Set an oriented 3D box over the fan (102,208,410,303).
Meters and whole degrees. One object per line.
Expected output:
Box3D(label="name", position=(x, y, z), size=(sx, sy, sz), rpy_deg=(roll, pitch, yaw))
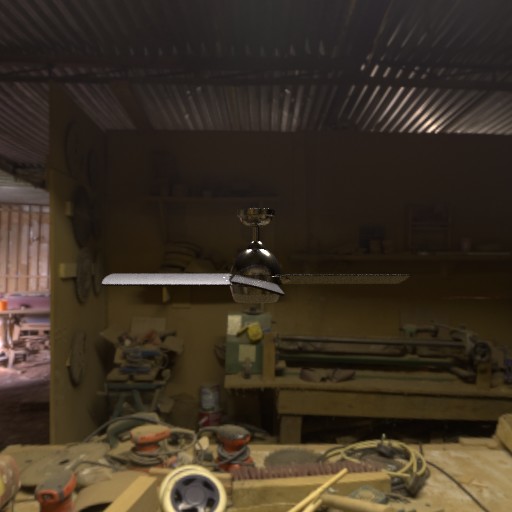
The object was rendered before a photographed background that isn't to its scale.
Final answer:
Box3D(label="fan", position=(0.000, 0.000, 1.965), size=(1.332, 0.403, 1.332), rpy_deg=(0, -1, 0))
